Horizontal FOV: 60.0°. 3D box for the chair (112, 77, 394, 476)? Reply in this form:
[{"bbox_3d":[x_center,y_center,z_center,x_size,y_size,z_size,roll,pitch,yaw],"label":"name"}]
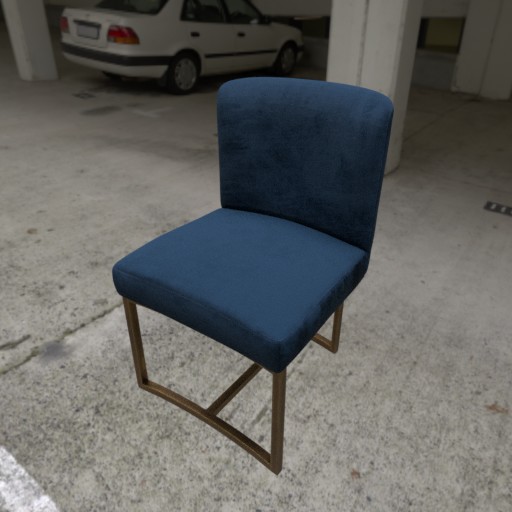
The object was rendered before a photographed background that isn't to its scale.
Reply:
[{"bbox_3d":[0.000,0.000,1.178,0.530,0.824,0.560,19,35,30],"label":"chair"}]
